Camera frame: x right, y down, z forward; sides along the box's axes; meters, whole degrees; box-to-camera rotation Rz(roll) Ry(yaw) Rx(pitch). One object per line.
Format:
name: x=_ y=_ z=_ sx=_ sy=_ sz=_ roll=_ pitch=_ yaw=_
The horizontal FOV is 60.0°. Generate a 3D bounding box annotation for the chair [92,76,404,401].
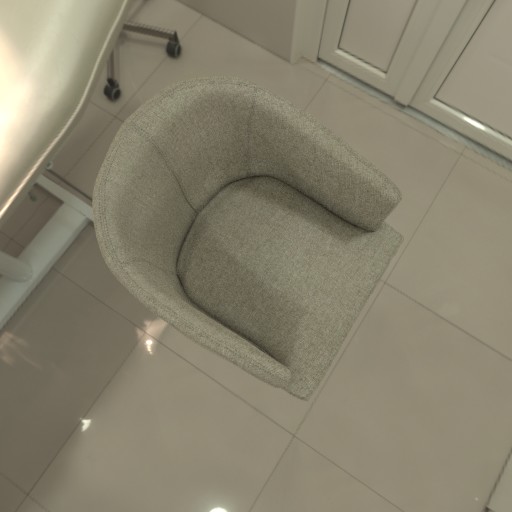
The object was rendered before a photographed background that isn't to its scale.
chair: x=0.000 y=0.000 z=1.247 sx=0.655 sy=0.811 sz=0.583 roll=32 pitch=77 yaw=8
